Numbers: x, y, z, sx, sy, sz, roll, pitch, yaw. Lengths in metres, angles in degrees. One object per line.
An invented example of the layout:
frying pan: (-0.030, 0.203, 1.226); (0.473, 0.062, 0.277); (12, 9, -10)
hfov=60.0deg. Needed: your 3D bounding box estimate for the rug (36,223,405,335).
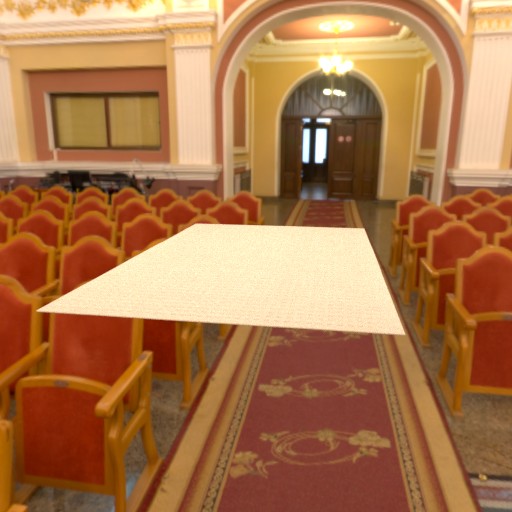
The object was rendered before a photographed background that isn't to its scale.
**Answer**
rug: (0.000, 0.000, 2.872); (1.523, 0.006, 2.289); (2, 14, 9)
